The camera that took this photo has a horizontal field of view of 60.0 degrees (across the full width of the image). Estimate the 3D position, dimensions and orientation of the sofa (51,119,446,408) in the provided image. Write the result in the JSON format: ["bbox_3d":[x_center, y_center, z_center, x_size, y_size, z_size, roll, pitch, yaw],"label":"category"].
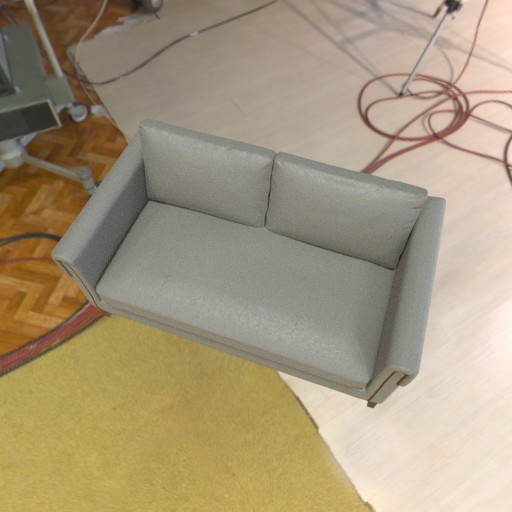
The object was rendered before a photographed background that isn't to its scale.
[{"bbox_3d":[0.000,0.000,2.188,1.598,0.873,0.899,17,59,10],"label":"sofa"}]
